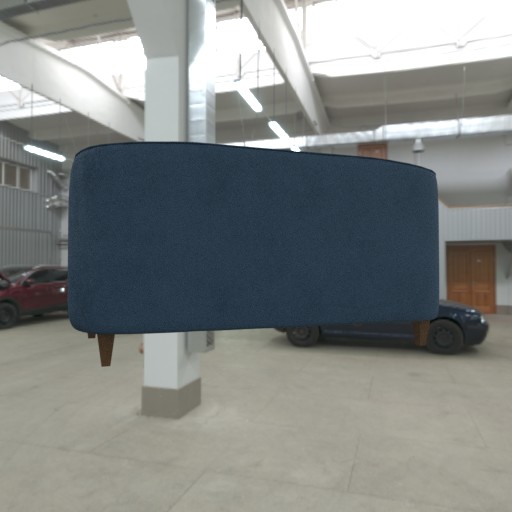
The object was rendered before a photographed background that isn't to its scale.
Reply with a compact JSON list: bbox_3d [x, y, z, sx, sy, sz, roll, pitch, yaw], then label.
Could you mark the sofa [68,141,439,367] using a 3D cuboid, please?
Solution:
[{"bbox_3d":[0.000,0.000,2.237,1.733,0.854,0.941,0,-1,-18],"label":"sofa"}]
